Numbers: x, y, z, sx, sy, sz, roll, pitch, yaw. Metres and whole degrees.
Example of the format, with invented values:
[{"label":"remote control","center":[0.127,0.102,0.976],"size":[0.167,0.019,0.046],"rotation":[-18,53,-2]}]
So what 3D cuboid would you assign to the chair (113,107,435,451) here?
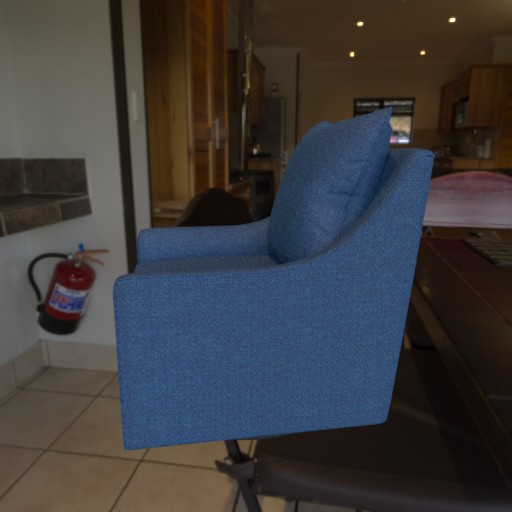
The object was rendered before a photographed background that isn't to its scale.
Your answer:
[{"label":"chair","center":[0.000,0.000,1.534],"size":[0.870,0.939,0.750],"rotation":[-2,13,-9]}]
